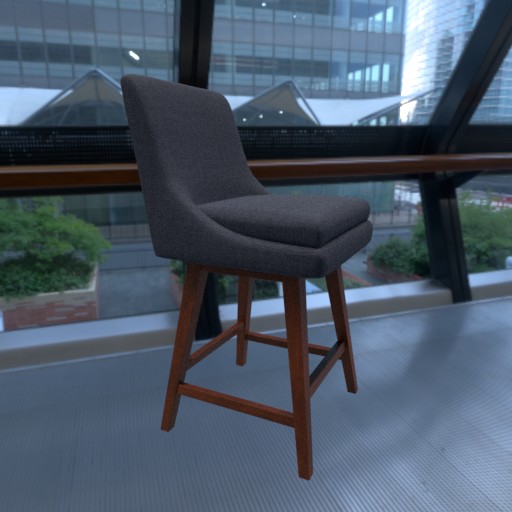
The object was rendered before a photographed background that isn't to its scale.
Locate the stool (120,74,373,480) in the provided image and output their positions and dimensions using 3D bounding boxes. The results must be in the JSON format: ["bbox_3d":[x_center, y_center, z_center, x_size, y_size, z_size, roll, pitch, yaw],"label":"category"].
[{"bbox_3d":[0.000,0.000,1.182,0.524,0.895,0.467,7,15,26],"label":"stool"}]
